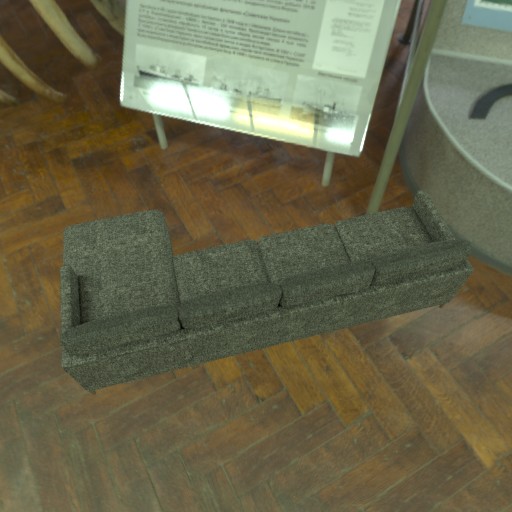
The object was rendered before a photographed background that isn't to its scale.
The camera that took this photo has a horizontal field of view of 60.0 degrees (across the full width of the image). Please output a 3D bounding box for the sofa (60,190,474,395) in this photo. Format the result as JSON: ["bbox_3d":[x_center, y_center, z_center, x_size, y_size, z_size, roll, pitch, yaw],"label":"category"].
[{"bbox_3d":[0.000,0.000,4.047,3.384,0.970,1.488,-12,58,-8],"label":"sofa"}]
